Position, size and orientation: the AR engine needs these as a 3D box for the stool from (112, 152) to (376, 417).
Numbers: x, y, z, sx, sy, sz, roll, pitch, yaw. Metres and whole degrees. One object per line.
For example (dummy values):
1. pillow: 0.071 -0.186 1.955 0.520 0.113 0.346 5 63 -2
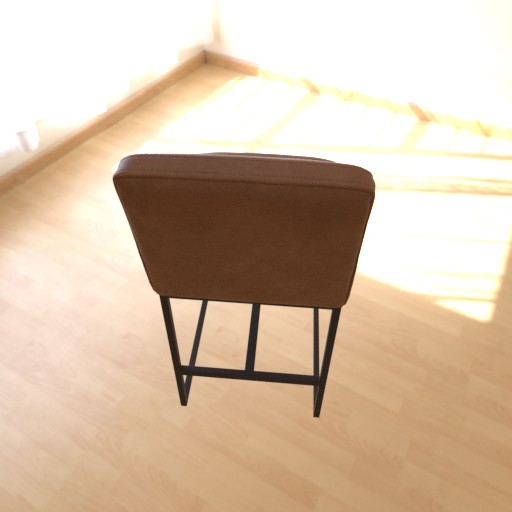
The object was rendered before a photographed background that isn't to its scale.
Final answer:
1. stool: 0.000 0.000 1.215 0.458 0.940 0.556 4 47 3
